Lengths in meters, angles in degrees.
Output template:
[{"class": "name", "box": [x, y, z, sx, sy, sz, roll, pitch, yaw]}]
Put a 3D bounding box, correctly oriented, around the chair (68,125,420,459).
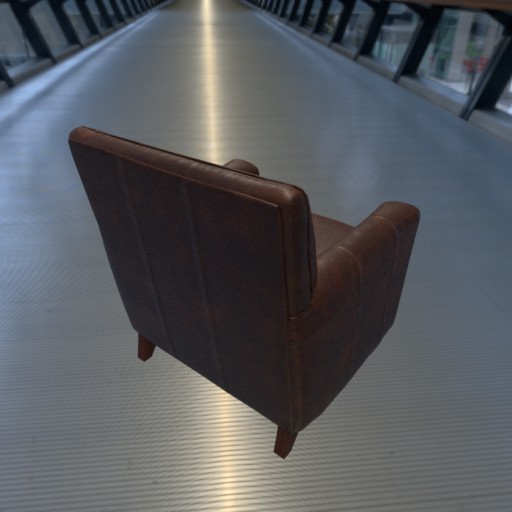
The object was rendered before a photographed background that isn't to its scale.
[{"class": "chair", "box": [0.000, 0.000, 1.591, 0.870, 0.943, 0.823, 22, 37, 33]}]
